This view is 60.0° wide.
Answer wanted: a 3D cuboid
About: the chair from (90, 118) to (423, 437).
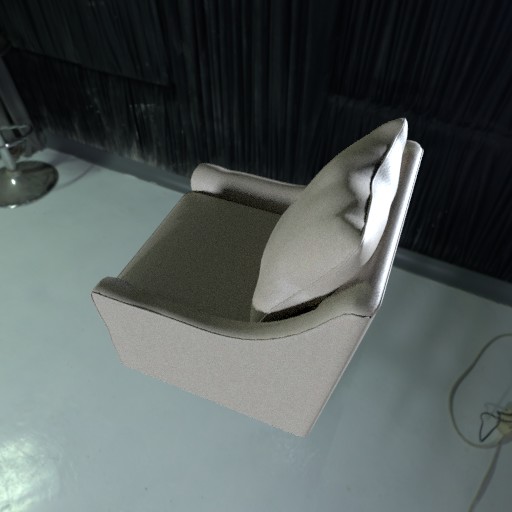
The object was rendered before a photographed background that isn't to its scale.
[{"bbox_3d":[0.000,0.000,1.566,0.876,0.942,0.760,17,50,15],"label":"chair"}]
